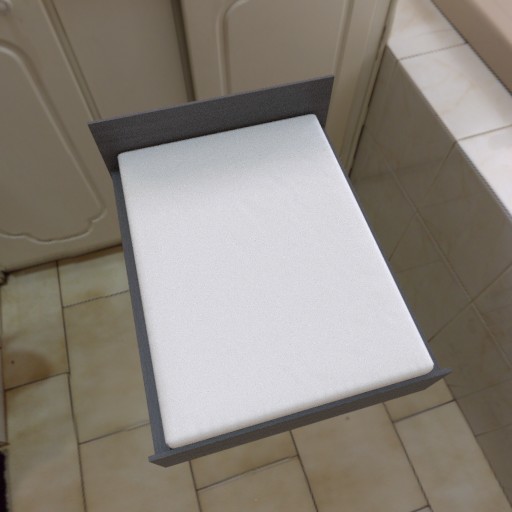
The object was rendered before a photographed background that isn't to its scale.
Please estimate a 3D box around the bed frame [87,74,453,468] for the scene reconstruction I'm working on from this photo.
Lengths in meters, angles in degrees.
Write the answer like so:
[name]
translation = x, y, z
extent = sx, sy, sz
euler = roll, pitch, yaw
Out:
[bed frame]
translation = 0.000, 0.000, 2.743
extent = 1.622, 0.800, 1.960
euler = -14, 62, -7
